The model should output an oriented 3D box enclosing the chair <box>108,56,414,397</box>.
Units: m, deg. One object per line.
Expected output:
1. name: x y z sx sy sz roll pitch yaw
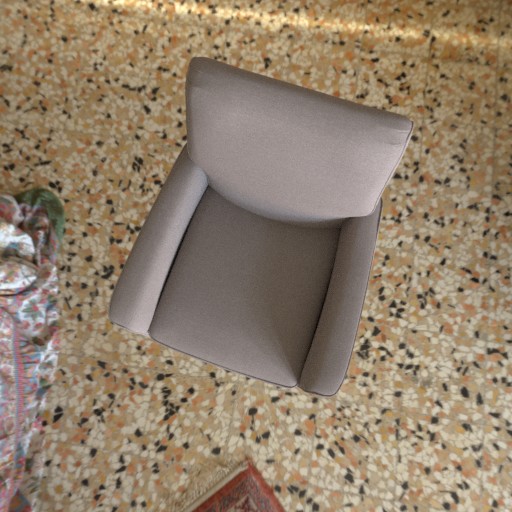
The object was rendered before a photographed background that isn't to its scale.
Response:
1. chair: 0.000 0.000 1.652 0.845 1.023 0.859 18 77 4
